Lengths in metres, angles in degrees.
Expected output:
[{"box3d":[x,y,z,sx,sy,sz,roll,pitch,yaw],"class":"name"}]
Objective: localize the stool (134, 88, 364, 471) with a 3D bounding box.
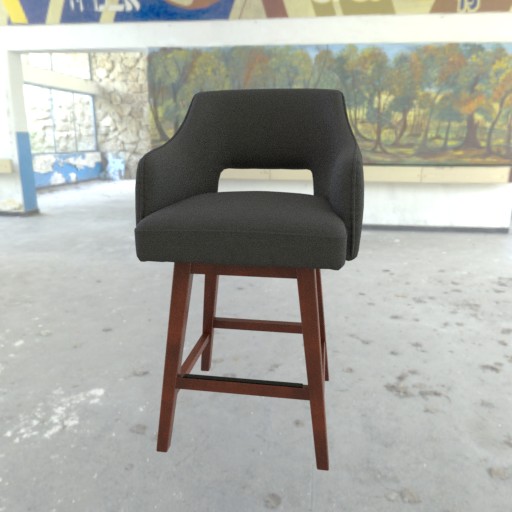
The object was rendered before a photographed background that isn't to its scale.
[{"box3d":[0.000,0.000,1.211,0.548,0.912,0.558,2,15,9],"class":"stool"}]
